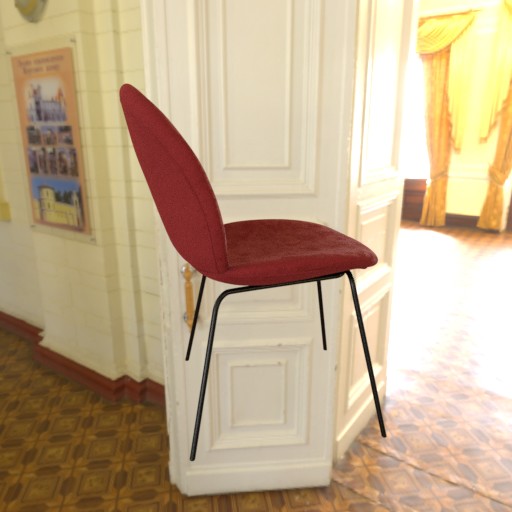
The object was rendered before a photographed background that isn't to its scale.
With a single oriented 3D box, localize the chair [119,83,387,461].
[{"bbox_3d":[0.000,0.000,1.106,0.587,0.791,0.458,-3,16,-10],"label":"chair"}]
